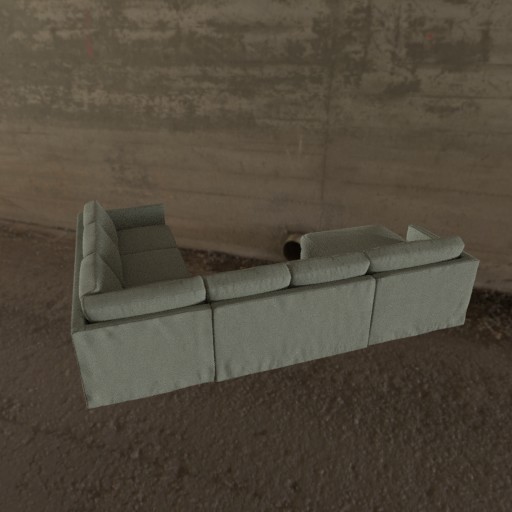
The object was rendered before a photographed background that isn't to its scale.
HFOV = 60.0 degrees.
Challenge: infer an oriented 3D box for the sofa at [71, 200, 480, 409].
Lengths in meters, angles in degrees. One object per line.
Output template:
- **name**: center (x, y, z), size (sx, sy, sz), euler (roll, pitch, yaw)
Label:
- **sofa**: center (0.000, 0.000, 4.574), size (3.434, 0.869, 2.440), euler (-9, 27, -17)
